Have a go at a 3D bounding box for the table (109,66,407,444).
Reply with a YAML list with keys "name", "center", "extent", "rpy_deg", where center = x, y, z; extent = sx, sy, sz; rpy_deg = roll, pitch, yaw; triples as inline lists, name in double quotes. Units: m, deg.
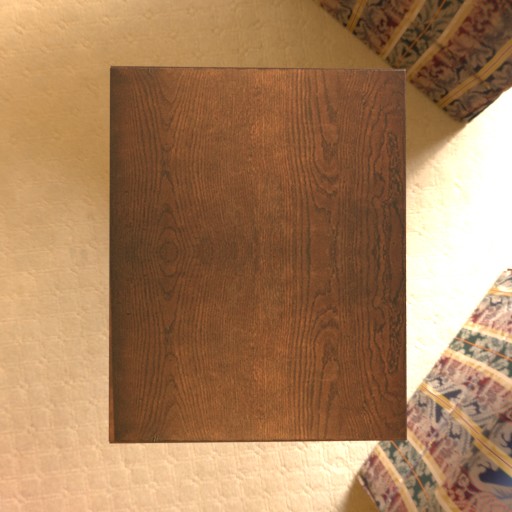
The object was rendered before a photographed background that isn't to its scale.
- name: "table"
  center: [0.000, 0.000, 0.983]
  extent: [0.461, 0.597, 0.586]
  rpy_deg: [0, 89, -1]
